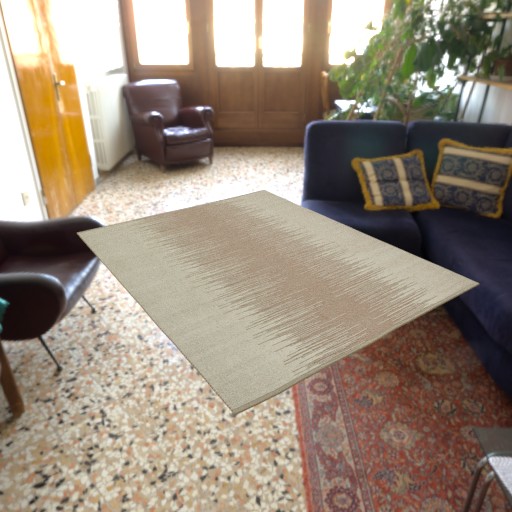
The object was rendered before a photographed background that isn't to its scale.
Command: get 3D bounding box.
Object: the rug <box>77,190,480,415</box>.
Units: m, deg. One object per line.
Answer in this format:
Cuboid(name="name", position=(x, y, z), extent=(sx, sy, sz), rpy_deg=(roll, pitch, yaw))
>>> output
Cuboid(name="rug", position=(0.000, 0.000, 4.161), extent=(2.438, 0.013, 3.048), rpy_deg=(-18, 32, -31))
